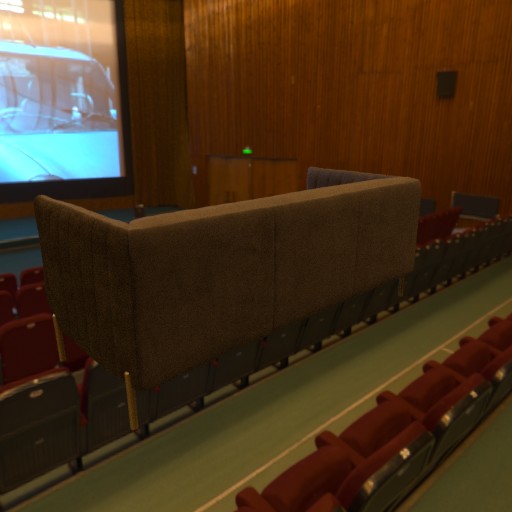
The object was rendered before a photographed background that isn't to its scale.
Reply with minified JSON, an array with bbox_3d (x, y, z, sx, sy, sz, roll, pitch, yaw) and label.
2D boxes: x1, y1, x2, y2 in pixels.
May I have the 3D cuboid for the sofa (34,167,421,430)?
[{"bbox_3d":[0.000,0.000,2.402,1.980,0.780,0.876,-15,23,-41],"label":"sofa"}]
